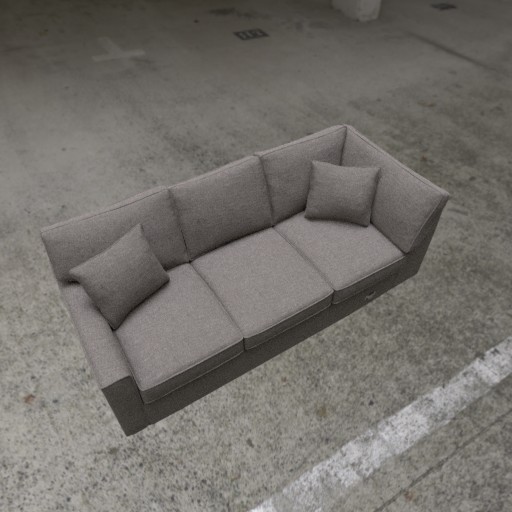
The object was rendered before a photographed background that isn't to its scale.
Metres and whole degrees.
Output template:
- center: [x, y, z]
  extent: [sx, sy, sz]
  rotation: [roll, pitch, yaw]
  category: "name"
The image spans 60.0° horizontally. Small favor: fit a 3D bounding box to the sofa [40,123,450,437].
- center: [0.000, 0.000, 2.882]
  extent: [2.317, 0.962, 1.061]
  rotation: [-24, 51, -22]
  category: "sofa"
